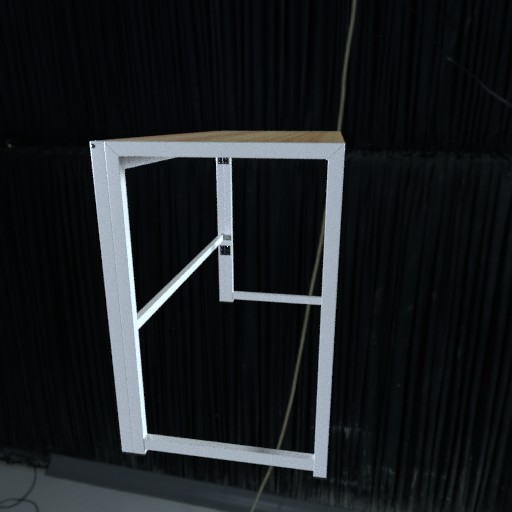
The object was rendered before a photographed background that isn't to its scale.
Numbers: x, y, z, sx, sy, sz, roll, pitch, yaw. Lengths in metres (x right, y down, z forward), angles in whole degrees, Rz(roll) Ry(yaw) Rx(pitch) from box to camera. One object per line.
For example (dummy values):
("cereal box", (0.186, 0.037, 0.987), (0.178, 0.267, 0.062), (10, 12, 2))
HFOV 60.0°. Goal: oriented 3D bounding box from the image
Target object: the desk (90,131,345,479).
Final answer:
("desk", (0.000, 0.000, 1.442), (0.508, 0.762, 1.016), (3, 17, 9))
